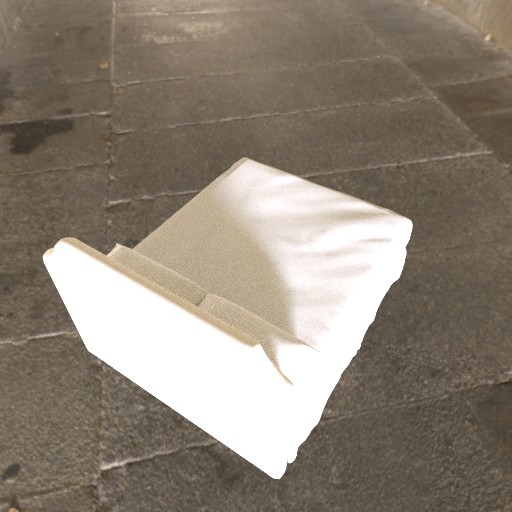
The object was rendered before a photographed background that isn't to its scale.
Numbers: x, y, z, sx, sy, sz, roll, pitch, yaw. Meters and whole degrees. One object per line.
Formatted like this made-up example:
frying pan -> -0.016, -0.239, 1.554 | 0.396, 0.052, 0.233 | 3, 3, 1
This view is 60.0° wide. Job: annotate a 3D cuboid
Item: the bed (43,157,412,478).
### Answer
bed -> 0.000, 0.000, 3.899 | 2.134, 1.524, 2.548 | 25, 51, 22
